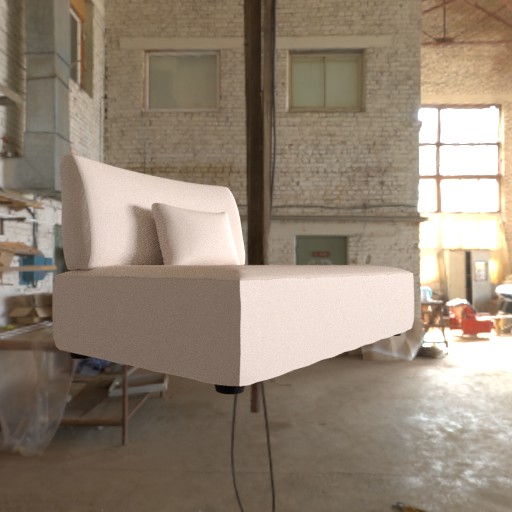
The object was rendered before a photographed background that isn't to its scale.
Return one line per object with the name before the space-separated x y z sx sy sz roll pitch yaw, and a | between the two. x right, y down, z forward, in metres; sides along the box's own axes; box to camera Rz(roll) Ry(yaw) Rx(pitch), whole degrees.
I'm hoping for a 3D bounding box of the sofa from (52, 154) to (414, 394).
sofa | 0.000 0.000 2.075 1.000 0.820 1.450 -1 -1 37
